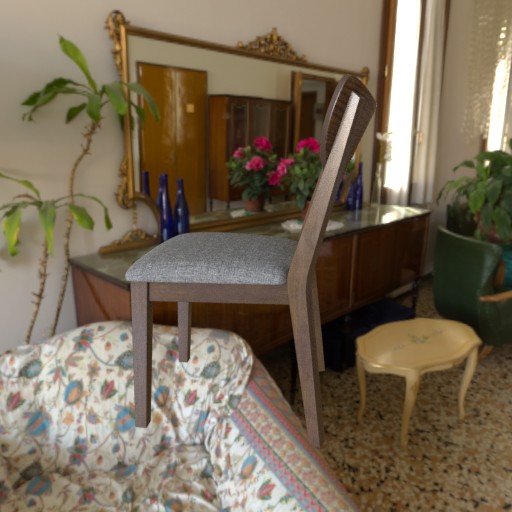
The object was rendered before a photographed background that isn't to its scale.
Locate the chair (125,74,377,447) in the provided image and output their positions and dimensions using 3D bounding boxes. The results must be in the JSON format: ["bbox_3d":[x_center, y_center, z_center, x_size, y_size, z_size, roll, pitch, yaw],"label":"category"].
[{"bbox_3d":[0.000,0.000,1.202,0.583,0.849,0.491,2,14,8],"label":"chair"}]
